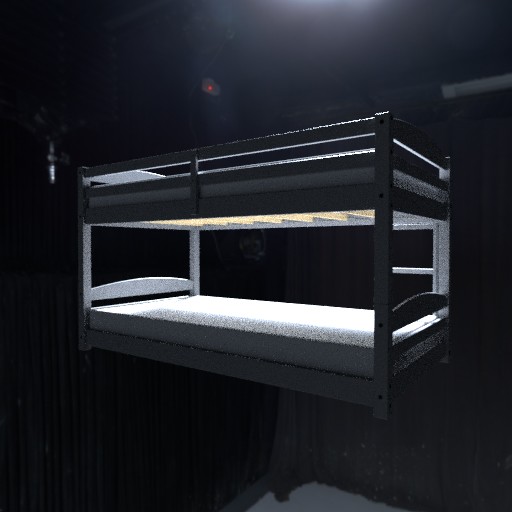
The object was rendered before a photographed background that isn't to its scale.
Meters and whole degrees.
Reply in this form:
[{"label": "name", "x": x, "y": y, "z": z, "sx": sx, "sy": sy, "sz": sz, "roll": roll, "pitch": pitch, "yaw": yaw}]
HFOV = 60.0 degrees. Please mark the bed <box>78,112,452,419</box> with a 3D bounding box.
[{"label": "bed", "x": 0.000, "y": 0.000, "z": 2.701, "sx": 2.013, "sy": 1.206, "sz": 1.105, "roll": 1, "pitch": 1, "yaw": 35}]
